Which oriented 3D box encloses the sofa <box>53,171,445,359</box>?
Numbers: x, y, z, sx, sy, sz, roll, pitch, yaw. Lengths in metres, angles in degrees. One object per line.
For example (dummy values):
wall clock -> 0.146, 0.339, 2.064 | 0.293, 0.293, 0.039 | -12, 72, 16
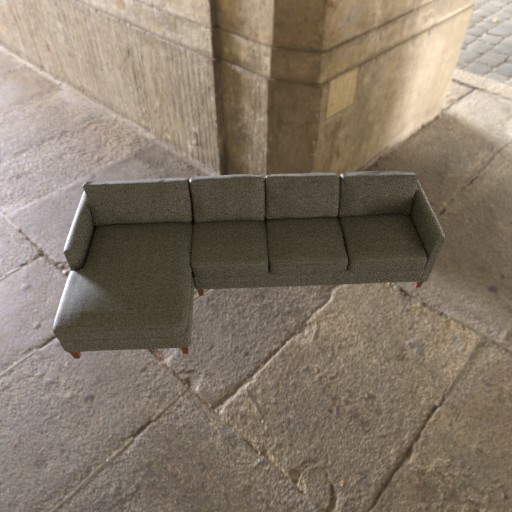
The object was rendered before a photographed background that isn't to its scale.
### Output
sofa -> 0.000, 0.000, 4.232 | 3.485, 0.960, 1.635 | -2, 47, -2
